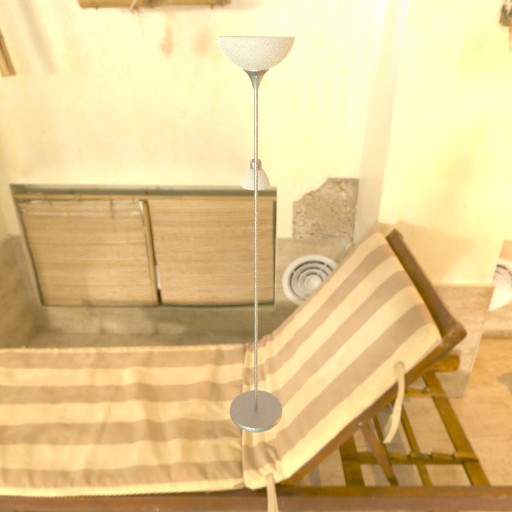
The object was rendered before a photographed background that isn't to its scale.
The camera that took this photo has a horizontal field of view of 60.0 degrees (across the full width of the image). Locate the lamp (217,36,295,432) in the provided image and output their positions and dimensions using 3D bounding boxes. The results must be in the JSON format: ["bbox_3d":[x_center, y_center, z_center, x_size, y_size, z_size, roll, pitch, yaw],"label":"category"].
[{"bbox_3d":[0.000,0.000,2.032,0.279,1.804,0.425,0,27,0],"label":"lamp"}]
